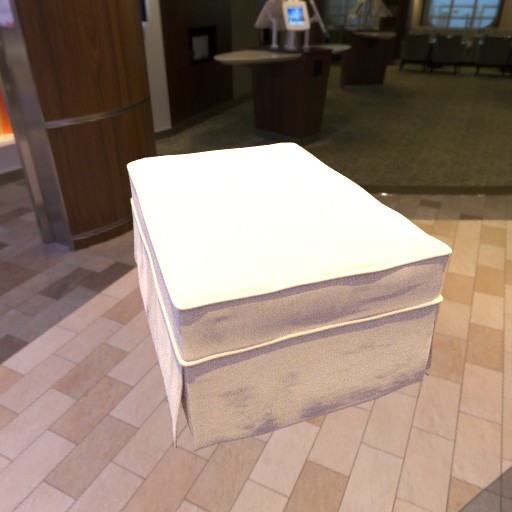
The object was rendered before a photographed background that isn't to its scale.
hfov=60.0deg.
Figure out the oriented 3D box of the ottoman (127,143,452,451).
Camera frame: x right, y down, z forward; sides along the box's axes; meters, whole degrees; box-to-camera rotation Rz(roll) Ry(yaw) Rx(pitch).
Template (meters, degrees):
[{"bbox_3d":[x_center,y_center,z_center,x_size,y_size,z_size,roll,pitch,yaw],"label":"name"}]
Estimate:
[{"bbox_3d":[0.000,0.000,1.364,0.703,0.479,0.944,-10,32,-17],"label":"ottoman"}]
